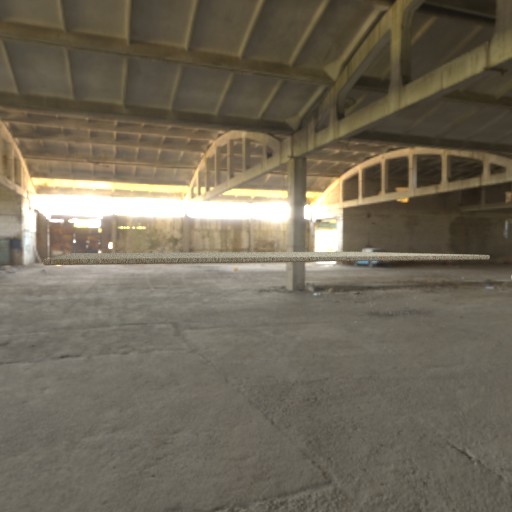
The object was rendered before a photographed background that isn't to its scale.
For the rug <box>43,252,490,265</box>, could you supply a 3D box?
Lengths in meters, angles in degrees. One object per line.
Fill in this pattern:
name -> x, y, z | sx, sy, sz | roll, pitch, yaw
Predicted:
rug -> 0.000, 0.000, 2.892 | 2.346, 0.025, 1.500 | 0, 1, -19
